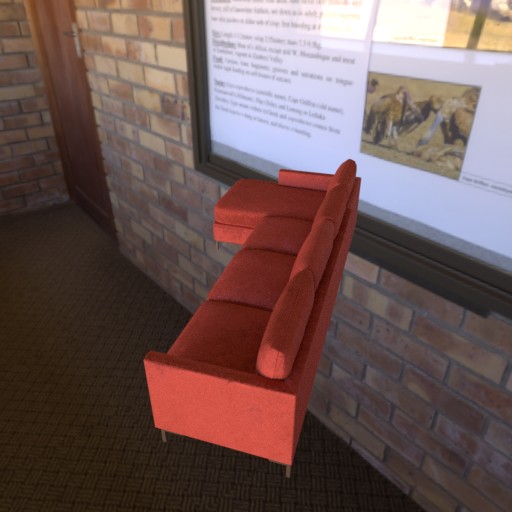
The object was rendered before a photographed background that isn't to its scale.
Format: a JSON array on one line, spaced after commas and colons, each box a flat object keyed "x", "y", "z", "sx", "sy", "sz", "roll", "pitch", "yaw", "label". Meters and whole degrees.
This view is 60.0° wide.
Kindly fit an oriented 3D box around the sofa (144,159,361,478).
[{"x": 0.000, "y": 0.000, "z": 4.021, "sx": 1.500, "sy": 0.967, "sz": 3.400, "roll": 9, "pitch": 32, "yaw": 15, "label": "sofa"}]
